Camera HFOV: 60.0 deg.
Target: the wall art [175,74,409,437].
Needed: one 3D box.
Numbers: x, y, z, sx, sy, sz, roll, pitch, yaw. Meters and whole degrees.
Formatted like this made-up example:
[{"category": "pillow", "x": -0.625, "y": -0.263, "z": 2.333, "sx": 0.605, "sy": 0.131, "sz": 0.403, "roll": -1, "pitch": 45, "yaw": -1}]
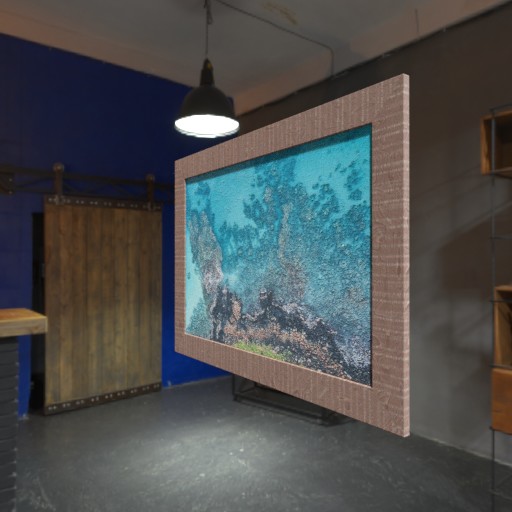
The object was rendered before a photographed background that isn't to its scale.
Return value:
[{"category": "wall art", "x": 0.000, "y": 0.000, "z": 1.353, "sx": 0.020, "sy": 0.761, "sz": 1.056, "roll": 0, "pitch": 0, "yaw": -37}]
